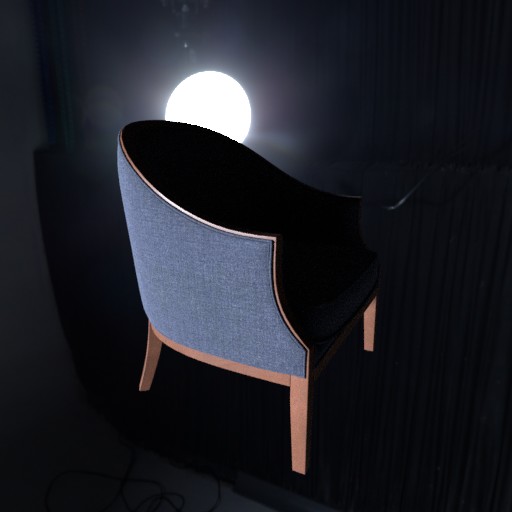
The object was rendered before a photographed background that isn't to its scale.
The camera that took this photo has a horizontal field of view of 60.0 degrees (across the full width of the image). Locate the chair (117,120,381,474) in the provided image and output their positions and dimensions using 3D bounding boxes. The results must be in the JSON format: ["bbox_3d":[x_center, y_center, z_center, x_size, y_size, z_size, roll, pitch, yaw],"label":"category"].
[{"bbox_3d":[0.000,0.000,1.473,0.735,0.876,0.803,8,17,26],"label":"chair"}]
